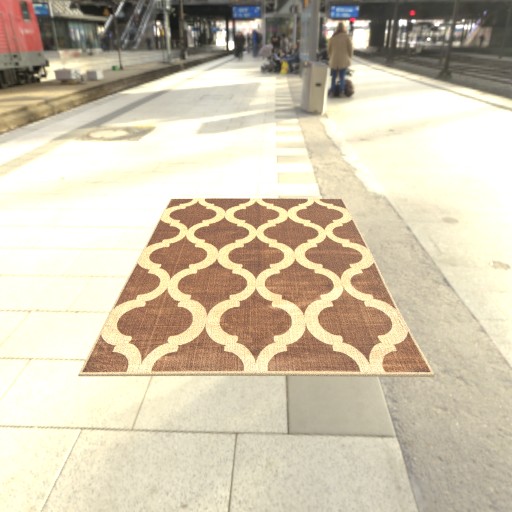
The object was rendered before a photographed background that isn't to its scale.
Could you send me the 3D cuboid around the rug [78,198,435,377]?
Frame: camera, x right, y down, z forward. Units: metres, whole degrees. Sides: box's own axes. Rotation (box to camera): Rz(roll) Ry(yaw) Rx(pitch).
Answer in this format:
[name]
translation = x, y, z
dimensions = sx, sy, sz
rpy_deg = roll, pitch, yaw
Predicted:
[rug]
translation = 0.000, 0.000, 2.899
dimensions = 1.526, 0.014, 2.290
rpy_deg = 0, 26, 0
